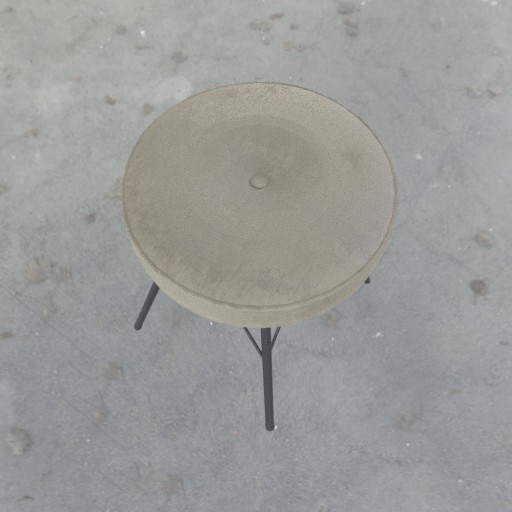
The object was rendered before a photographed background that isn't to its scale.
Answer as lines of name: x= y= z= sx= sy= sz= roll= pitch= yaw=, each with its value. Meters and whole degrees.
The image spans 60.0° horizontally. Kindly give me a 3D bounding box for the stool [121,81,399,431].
stool: x=0.000 y=0.000 z=0.880 sx=0.423 sy=0.538 sz=0.457 roll=33 pitch=68 yaw=15
